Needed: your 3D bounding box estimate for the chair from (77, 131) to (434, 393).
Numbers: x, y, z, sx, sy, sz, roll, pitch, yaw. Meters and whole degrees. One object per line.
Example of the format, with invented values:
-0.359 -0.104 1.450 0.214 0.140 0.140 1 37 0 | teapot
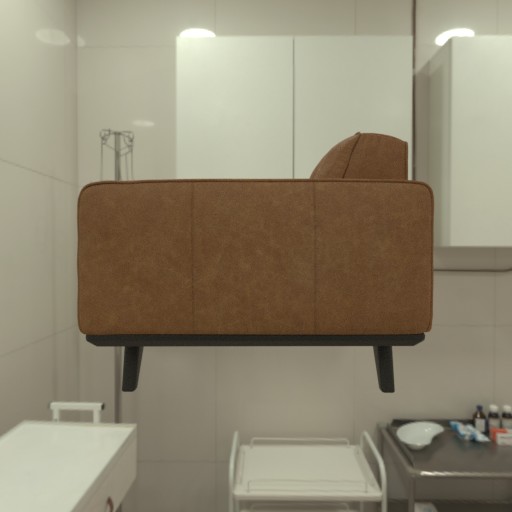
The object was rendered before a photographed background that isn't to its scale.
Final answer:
0.000 0.000 1.688 0.952 0.782 1.118 0 1 1 | chair
